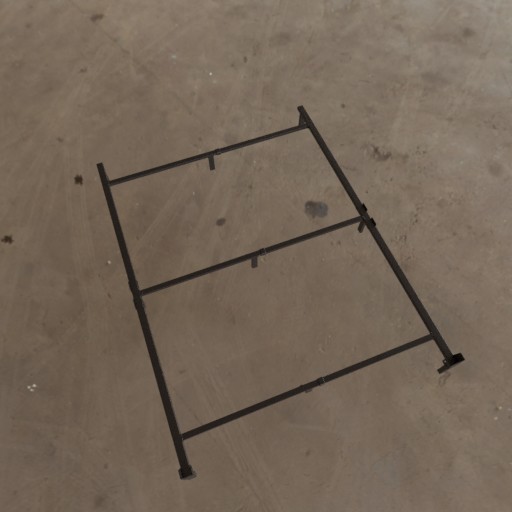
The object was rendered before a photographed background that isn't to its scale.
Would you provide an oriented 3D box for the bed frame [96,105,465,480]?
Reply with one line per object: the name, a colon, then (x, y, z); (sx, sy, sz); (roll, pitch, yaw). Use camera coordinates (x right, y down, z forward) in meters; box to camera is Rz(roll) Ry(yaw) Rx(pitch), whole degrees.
bed frame: (0.000, 0.000, 2.651); (1.498, 0.248, 1.990); (-19, 64, -10)
